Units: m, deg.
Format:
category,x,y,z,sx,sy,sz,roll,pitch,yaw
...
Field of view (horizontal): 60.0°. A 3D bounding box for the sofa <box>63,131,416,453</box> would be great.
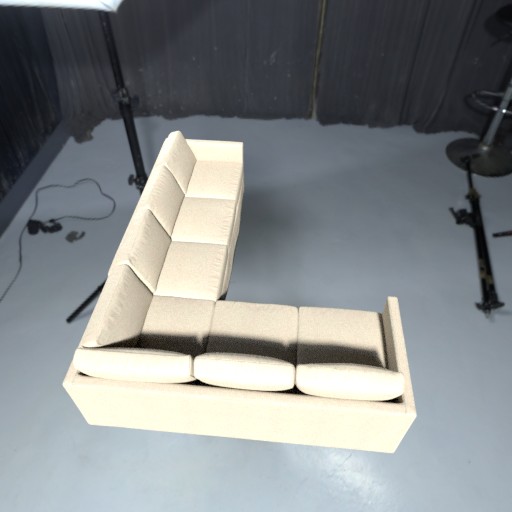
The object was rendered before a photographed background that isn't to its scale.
category,x,y,z,sx,sy,sz,roll,pitch,yaw
sofa,0.000,0.000,4.245,2.432,0.871,3.182,4,46,4
